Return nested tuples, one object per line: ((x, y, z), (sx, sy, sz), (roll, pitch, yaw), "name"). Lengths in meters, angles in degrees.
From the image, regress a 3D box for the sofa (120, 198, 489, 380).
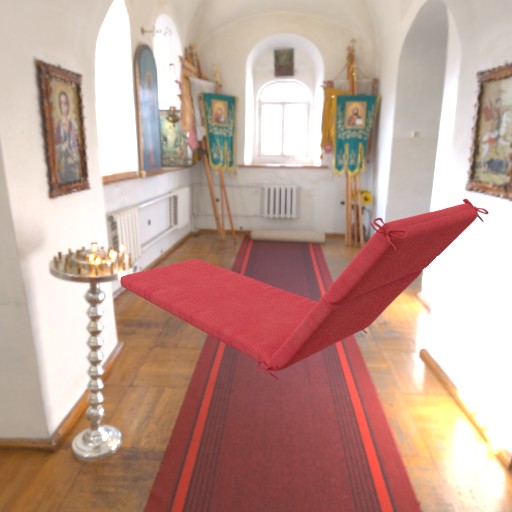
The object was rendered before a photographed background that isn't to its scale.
((0.000, 0.000, 1.927), (0.582, 0.622, 1.663), (-14, 21, -40), "sofa")
